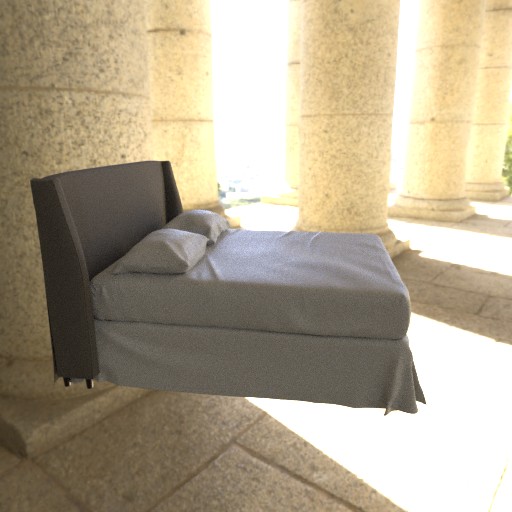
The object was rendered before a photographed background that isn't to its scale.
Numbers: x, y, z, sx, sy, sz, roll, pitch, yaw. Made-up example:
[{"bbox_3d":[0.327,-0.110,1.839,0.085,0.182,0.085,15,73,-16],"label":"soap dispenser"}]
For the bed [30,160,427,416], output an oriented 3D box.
[{"bbox_3d":[0.000,0.000,3.356,2.276,1.332,1.925,2,15,9],"label":"bed"}]
